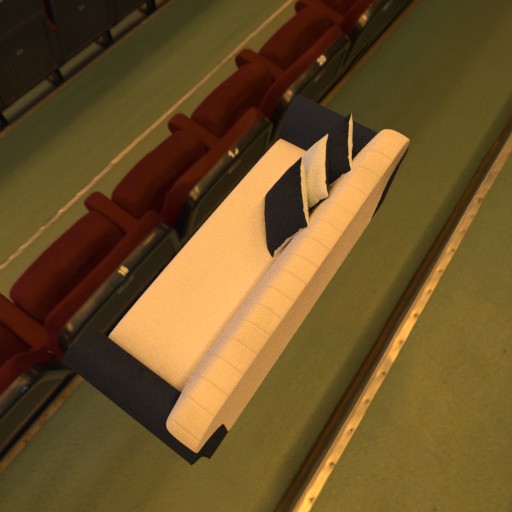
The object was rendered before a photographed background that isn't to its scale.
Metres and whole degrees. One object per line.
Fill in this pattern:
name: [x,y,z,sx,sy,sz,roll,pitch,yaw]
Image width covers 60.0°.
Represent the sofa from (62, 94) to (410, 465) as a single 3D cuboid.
sofa: [0.000,0.000,2.415,0.749,0.789,2.006,32,67,15]
